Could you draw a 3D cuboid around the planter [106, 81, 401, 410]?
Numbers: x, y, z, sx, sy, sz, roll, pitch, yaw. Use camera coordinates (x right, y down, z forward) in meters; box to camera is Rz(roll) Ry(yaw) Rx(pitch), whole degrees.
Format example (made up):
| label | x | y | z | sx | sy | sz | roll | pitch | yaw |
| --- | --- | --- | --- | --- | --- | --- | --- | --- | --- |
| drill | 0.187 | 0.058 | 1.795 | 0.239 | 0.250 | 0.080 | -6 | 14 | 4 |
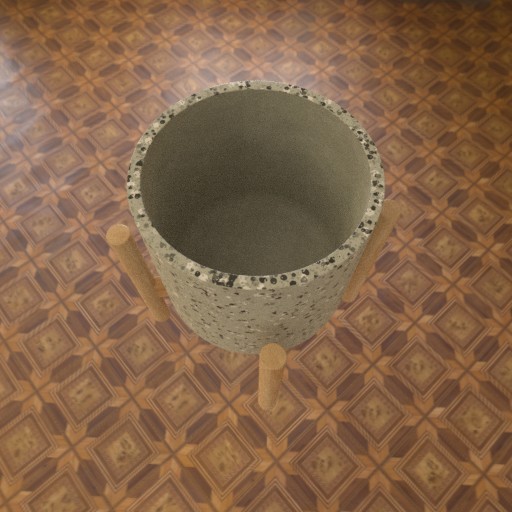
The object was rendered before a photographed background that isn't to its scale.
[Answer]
| label | x | y | z | sx | sy | sz | roll | pitch | yaw |
| --- | --- | --- | --- | --- | --- | --- | --- | --- | --- |
| planter | 0.000 | 0.000 | 0.526 | 0.284 | 0.320 | 0.284 | 15 | 64 | 7 |
